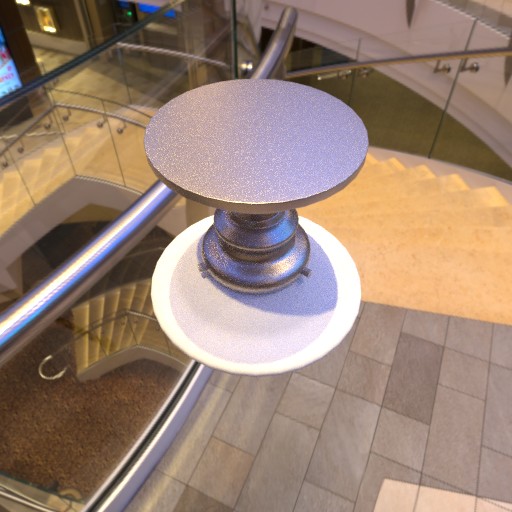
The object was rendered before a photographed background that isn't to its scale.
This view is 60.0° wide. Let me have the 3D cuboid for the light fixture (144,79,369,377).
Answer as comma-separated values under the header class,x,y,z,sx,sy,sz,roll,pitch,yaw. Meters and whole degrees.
class,x,y,z,sx,sy,sz,roll,pitch,yaw
light fixture,0.000,0.000,0.396,0.199,0.254,0.199,0,47,0
